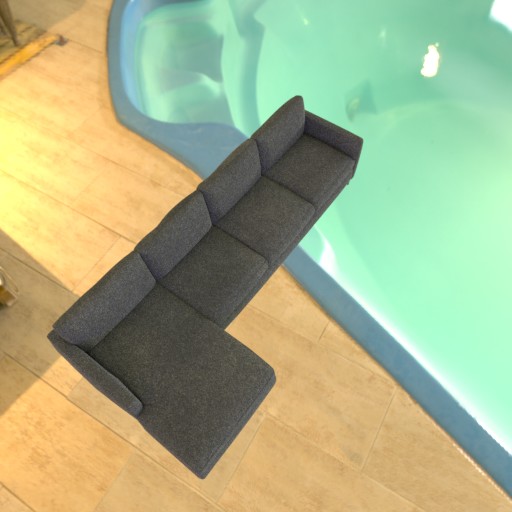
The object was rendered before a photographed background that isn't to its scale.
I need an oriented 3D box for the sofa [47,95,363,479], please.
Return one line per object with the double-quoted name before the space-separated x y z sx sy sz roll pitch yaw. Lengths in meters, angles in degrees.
"sofa" 0.000 0.000 3.488 1.350 0.810 2.932 33 64 18
